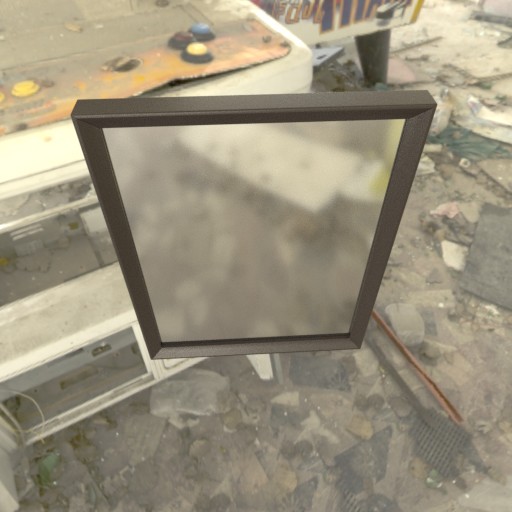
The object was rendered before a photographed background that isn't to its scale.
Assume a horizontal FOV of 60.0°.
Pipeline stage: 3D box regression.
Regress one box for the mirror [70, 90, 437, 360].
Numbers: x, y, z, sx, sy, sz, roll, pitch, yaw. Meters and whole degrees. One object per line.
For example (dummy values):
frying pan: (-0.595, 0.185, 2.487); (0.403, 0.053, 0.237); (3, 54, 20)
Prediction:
mirror: (0.000, 0.000, 0.686); (0.406, 0.509, 0.041); (-2, 46, -2)
